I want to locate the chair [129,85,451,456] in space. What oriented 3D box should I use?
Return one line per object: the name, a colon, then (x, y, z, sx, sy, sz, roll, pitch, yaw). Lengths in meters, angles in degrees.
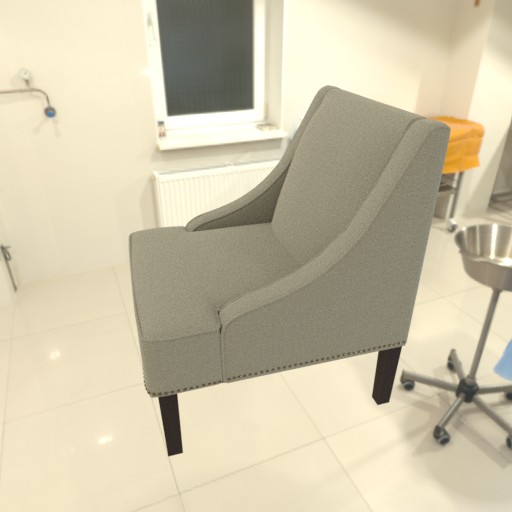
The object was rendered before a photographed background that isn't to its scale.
chair: (0.000, 0.000, 1.332, 0.737, 0.864, 0.610, -8, 30, -14)
